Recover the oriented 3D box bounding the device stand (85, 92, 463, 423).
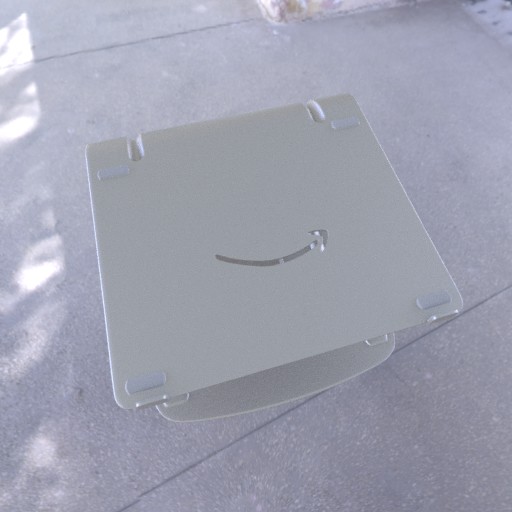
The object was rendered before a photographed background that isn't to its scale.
[{"bbox_3d":[0.000,0.000,0.399,0.256,0.155,0.236,-14,59,-9],"label":"device stand"}]
